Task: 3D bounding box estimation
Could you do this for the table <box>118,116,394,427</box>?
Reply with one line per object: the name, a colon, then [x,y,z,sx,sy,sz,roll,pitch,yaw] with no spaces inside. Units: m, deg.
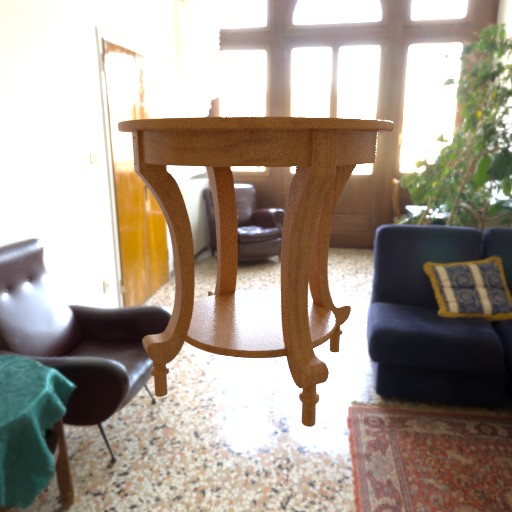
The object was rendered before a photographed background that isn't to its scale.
table: [0.000,0.000,1.073,0.597,0.612,0.597,0,14,0]
